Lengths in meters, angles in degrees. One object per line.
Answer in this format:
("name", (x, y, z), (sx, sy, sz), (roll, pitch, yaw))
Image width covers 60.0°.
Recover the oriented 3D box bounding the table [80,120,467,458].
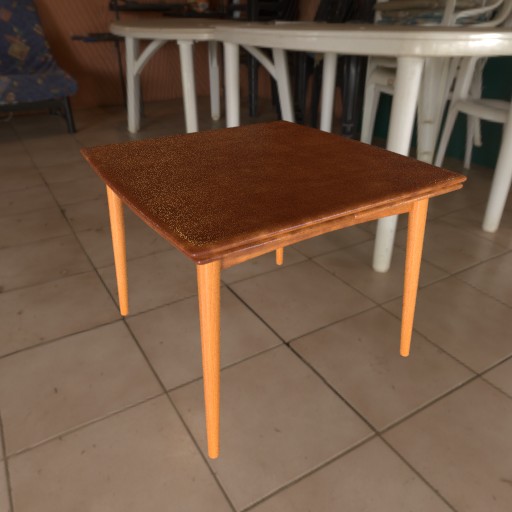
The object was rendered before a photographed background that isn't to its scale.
("table", (0.000, 0.000, 1.708), (0.991, 0.754, 0.991), (-17, 33, -28))
